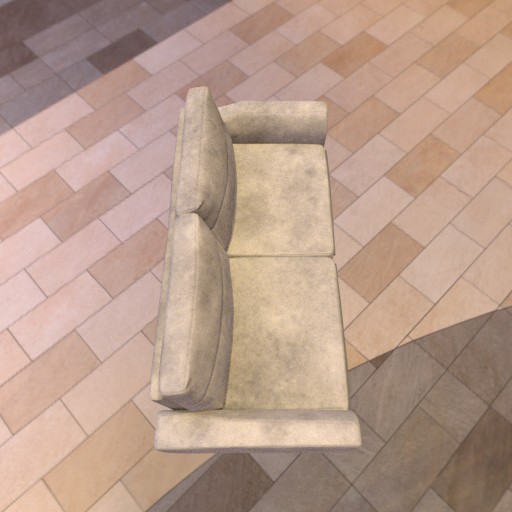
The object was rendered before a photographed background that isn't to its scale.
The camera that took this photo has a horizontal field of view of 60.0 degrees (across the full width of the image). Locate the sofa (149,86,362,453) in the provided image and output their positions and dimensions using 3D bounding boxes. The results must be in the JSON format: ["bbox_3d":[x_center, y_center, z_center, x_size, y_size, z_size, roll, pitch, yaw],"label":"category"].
[{"bbox_3d":[0.000,0.000,2.272,0.849,0.859,1.837,0,63,0],"label":"sofa"}]
